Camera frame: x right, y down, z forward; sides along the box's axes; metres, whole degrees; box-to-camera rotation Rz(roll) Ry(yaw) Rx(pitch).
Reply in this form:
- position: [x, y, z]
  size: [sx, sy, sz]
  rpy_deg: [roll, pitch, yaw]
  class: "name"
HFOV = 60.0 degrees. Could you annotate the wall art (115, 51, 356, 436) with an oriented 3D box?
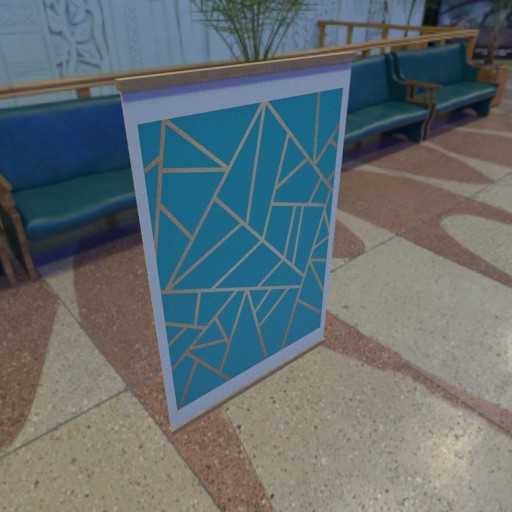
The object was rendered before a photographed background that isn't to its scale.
- position: [0.000, 0.000, 1.889]
  size: [0.990, 1.519, 0.030]
  rpy_deg: [-23, 38, -32]
  class: "wall art"
